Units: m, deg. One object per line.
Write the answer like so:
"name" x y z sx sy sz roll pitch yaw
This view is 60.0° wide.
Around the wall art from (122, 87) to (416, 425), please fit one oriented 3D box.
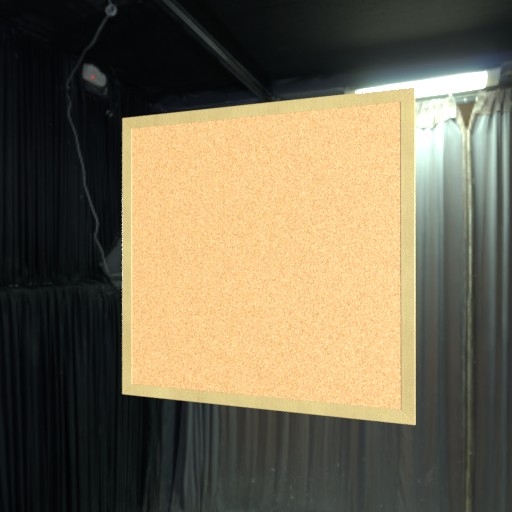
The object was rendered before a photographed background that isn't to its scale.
"wall art" 0.000 0.000 1.129 0.763 0.763 0.037 0 0 17
